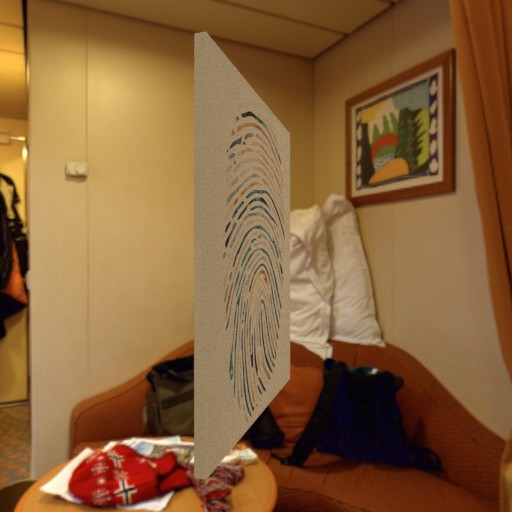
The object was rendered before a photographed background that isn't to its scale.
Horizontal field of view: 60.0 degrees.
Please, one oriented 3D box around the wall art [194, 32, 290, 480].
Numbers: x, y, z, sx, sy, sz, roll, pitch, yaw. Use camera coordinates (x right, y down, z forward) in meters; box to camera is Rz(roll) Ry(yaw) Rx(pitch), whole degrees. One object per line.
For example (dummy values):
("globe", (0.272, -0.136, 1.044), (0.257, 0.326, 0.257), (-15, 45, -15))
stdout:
("wall art", (0.000, 0.000, 0.996), (0.021, 0.710, 0.609), (0, 0, 17))
